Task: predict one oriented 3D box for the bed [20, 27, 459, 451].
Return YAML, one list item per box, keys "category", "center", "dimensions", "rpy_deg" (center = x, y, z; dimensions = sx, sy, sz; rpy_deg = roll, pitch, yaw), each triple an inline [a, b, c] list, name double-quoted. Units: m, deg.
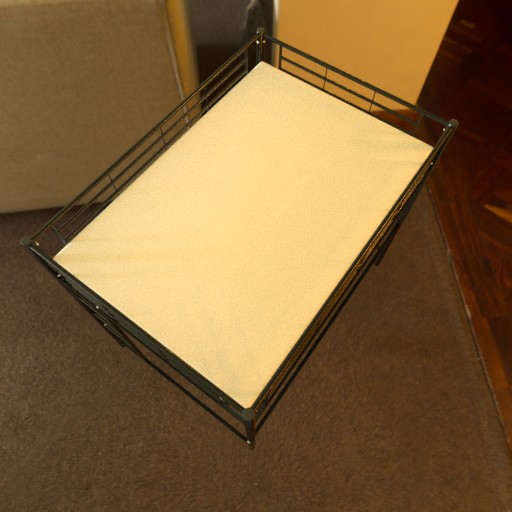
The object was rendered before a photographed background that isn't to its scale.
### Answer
- category: "bed"
  center: [0.000, 0.000, 3.121]
  dimensions: [1.397, 1.803, 1.994]
  rpy_deg: [33, 67, 16]
